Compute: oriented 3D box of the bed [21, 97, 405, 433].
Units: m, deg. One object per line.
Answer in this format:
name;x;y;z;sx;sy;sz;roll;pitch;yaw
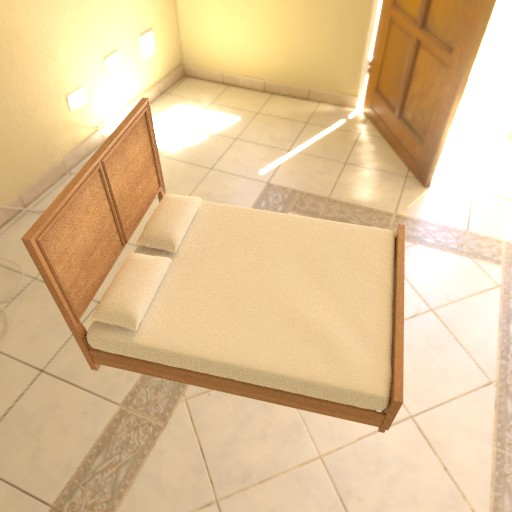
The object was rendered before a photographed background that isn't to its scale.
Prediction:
bed;0.000;0.000;3.221;2.184;1.387;1.606;10;47;9
